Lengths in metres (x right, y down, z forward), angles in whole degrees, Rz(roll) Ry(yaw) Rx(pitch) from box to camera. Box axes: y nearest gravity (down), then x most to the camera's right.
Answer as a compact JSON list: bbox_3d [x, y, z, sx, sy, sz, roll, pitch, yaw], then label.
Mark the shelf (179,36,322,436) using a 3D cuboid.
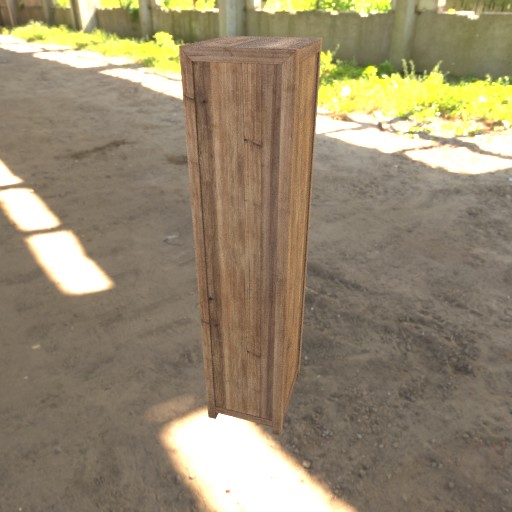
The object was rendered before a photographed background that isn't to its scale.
[{"bbox_3d":[0.000,0.000,2.176,0.428,1.900,0.500,9,31,15],"label":"shelf"}]
